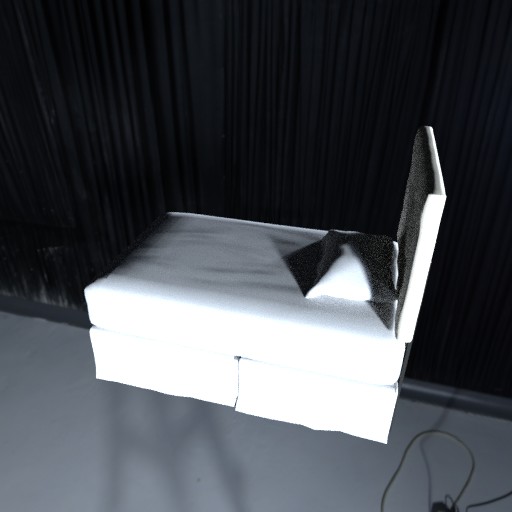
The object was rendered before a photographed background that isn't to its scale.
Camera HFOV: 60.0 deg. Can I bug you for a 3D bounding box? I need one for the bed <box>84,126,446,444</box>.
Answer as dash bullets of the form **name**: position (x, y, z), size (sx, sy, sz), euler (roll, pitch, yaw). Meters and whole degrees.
- **bed**: position (0.000, 0.000, 2.933), size (1.997, 1.571, 1.261), euler (8, 32, 14)
